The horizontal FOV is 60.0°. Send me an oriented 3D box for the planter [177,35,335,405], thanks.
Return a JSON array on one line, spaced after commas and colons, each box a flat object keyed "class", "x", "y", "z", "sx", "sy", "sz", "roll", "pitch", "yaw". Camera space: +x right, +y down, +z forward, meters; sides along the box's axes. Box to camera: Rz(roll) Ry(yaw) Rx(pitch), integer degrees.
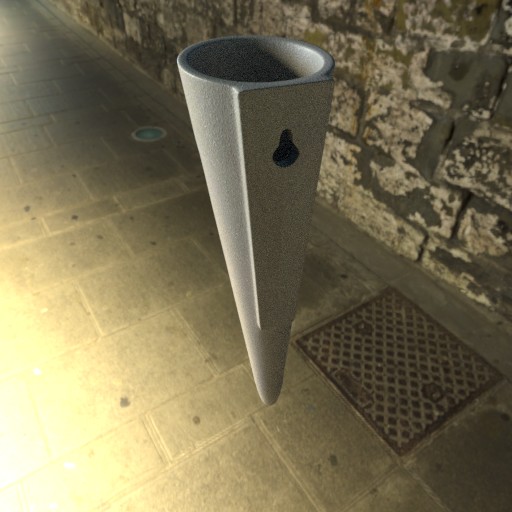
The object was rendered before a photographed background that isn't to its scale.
[{"class": "planter", "x": 0.000, "y": 0.000, "z": 0.225, "sx": 0.057, "sy": 0.191, "sz": 0.064, "roll": -13, "pitch": 42, "yaw": -15}]
